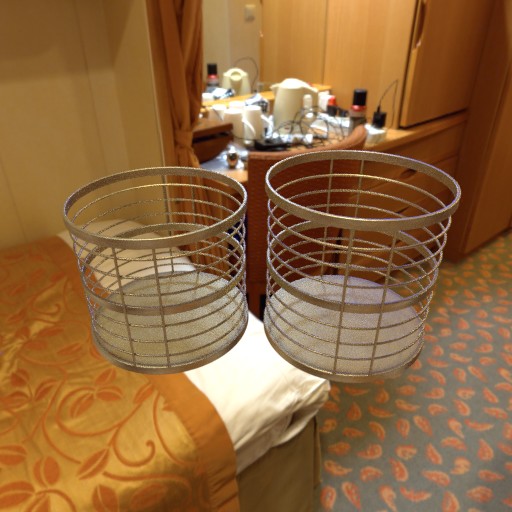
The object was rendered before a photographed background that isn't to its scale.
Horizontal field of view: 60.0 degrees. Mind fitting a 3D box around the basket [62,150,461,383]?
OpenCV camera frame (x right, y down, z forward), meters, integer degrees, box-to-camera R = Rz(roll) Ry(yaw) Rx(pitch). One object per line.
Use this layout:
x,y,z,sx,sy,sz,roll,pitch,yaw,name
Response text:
0.000,0.000,0.932,0.746,0.351,0.356,2,31,3,basket
